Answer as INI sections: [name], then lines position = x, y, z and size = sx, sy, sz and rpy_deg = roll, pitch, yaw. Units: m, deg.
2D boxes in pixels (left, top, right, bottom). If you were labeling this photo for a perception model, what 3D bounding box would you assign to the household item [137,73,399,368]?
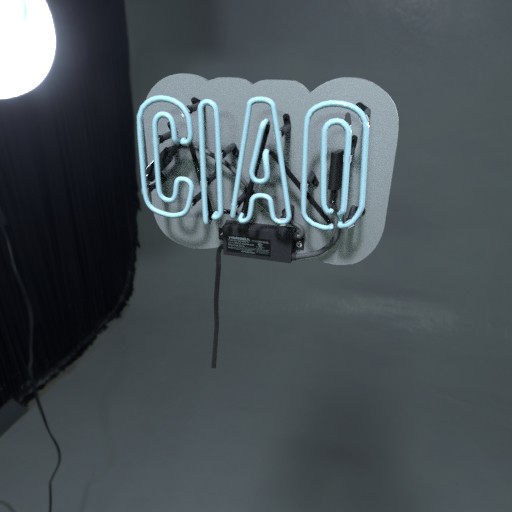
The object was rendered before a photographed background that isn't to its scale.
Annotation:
[household item]
position = 0.000, 0.000, 0.392
size = 0.211, 0.294, 0.042
rpy_deg = 7, 28, 14
